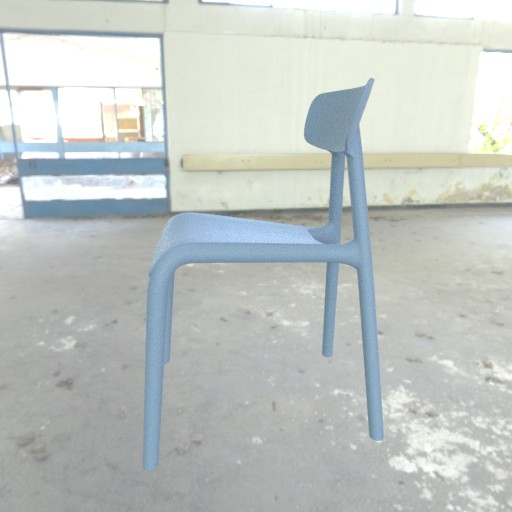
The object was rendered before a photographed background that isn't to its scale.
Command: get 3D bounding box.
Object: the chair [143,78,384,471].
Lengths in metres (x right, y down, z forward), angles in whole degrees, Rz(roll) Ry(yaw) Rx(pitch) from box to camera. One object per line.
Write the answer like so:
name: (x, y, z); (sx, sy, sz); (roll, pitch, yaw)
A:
chair: (0.000, 0.000, 0.800); (0.401, 0.580, 0.356); (-2, 16, -7)
